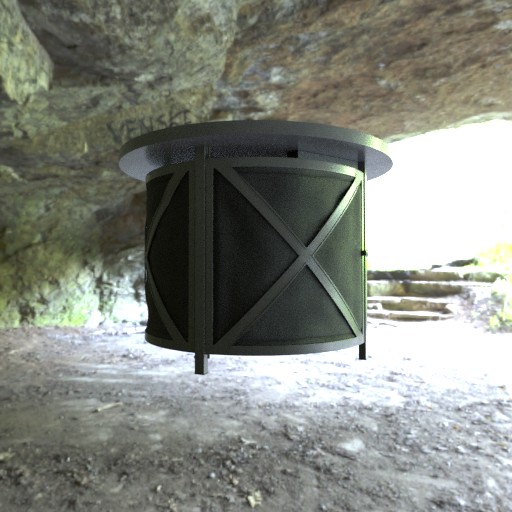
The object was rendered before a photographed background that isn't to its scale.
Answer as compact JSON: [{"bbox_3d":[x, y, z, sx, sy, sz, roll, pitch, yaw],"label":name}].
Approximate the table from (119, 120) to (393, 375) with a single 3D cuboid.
[{"bbox_3d":[0.000,0.000,1.539,0.914,0.650,0.914,0,-1,0],"label":"table"}]
